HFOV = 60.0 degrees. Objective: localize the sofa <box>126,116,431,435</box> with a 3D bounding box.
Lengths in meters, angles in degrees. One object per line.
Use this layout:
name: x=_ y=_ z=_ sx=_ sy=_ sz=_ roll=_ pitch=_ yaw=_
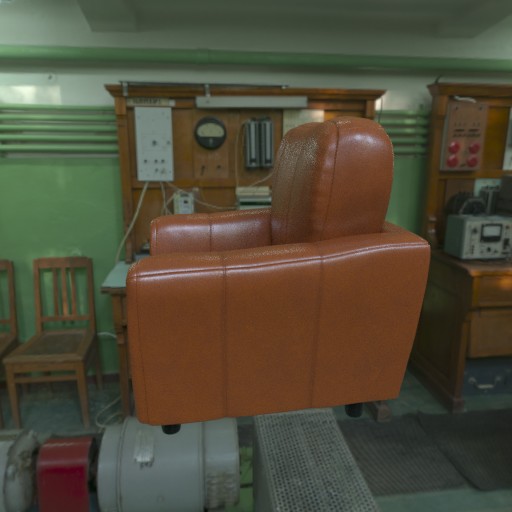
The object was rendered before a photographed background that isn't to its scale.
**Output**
sofa: x=0.000 y=0.000 z=1.482 sx=0.789 sy=0.876 sz=0.836 roll=-2 pitch=14 yaw=-8
